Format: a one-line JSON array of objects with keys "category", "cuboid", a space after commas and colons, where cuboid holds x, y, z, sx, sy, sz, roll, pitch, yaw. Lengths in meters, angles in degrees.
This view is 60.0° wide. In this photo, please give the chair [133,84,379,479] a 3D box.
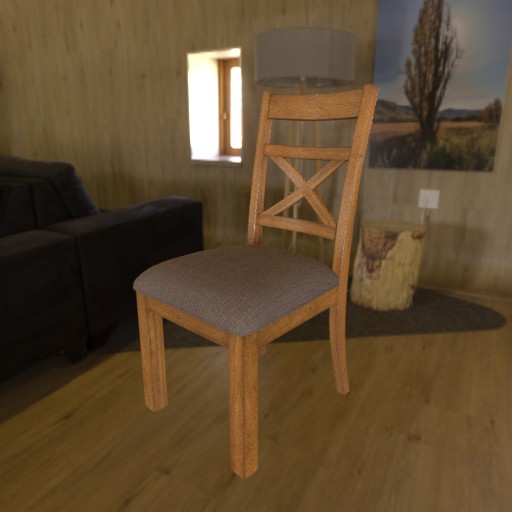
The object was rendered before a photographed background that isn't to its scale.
[{"category": "chair", "cuboid": [0.000, 0.000, 1.297, 0.470, 0.949, 0.581, 15, 22, 42]}]
